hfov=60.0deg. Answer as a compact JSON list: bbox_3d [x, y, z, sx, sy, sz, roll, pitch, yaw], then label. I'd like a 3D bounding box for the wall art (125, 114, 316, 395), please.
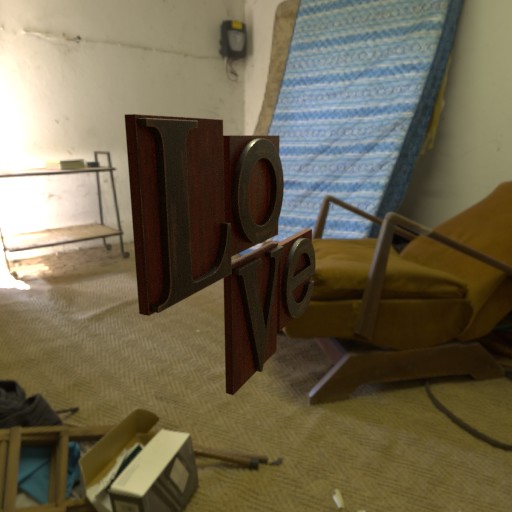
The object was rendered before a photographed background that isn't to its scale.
[{"bbox_3d":[0.000,0.000,0.856,0.030,0.497,0.635,7,17,26],"label":"wall art"}]
